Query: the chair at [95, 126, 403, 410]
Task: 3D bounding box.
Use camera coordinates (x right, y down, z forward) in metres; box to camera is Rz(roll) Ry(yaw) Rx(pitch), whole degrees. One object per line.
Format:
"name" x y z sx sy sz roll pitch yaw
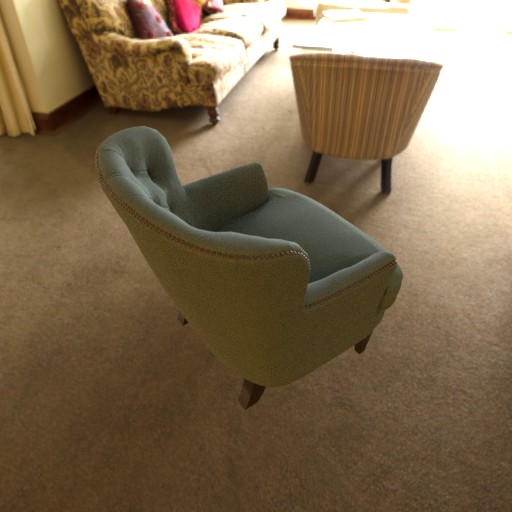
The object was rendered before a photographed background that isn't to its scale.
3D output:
"chair" 0.000 0.000 1.597 0.906 0.868 0.848 -24 45 -26
